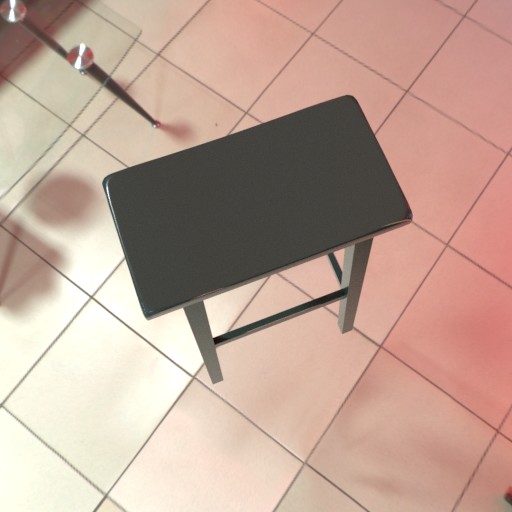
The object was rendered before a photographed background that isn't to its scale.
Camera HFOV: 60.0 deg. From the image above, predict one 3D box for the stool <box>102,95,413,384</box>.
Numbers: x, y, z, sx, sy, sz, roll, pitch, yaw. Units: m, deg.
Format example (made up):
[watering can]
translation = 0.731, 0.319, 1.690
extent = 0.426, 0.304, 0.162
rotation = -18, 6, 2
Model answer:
[stool]
translation = 0.000, 0.000, 1.054
extent = 0.457, 0.737, 0.476
rotation = -20, 76, -5
